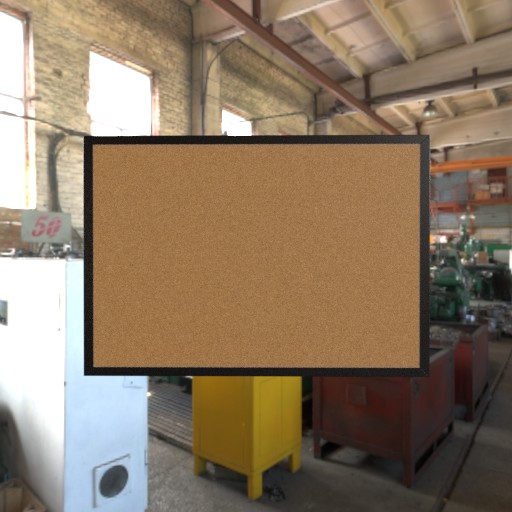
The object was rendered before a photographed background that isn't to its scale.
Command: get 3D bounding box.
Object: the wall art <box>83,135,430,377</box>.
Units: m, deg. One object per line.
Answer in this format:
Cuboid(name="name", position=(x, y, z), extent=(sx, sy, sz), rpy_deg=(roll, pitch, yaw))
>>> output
Cuboid(name="wall art", position=(0.000, 0.000, 0.852), extent=(0.657, 0.458, 0.027), rpy_deg=(0, 0, 1))
